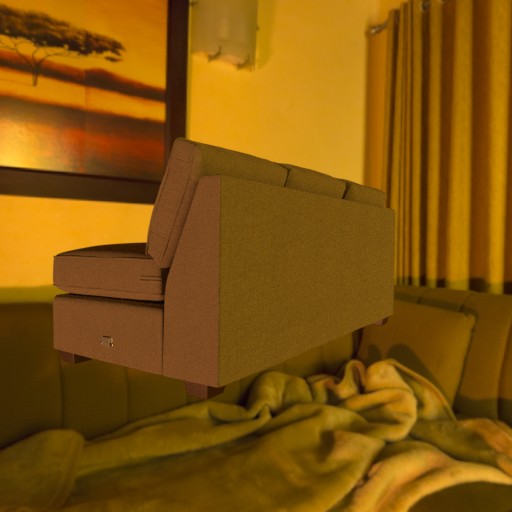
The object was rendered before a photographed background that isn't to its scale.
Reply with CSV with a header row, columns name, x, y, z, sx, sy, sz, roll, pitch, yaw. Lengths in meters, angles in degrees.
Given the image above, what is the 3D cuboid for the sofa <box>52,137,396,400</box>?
name,x,y,z,sx,sy,sz,roll,pitch,yaw
sofa,0.000,0.000,2.763,1.127,1.036,2.092,1,2,34
